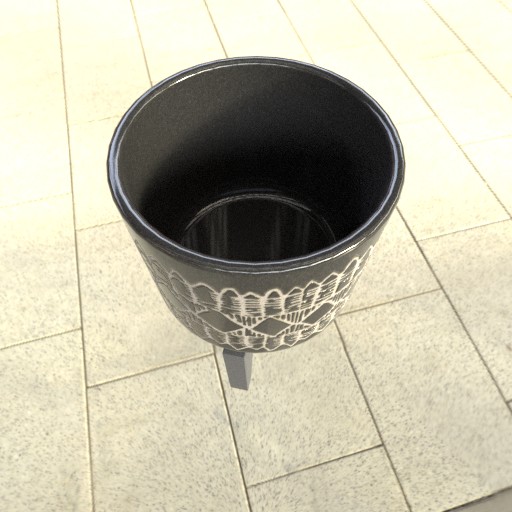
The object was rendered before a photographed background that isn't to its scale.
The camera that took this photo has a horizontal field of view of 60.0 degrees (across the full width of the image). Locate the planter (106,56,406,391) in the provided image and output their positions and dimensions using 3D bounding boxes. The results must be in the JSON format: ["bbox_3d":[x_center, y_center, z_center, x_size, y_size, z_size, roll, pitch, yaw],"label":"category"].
[{"bbox_3d":[0.000,0.000,0.523,0.251,0.355,0.251,-15,59,-9],"label":"planter"}]
